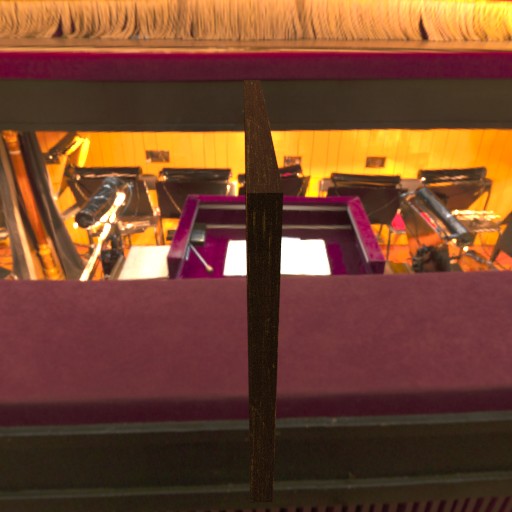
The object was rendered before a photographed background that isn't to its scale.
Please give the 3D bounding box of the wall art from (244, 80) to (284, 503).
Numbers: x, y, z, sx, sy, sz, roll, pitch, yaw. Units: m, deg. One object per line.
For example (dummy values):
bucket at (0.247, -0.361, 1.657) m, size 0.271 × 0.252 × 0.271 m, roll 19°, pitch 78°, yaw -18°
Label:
wall art at (0.000, 0.000, 0.732) m, size 0.032 × 0.457 × 0.558 m, roll -1°, pitch 31°, yaw -1°
